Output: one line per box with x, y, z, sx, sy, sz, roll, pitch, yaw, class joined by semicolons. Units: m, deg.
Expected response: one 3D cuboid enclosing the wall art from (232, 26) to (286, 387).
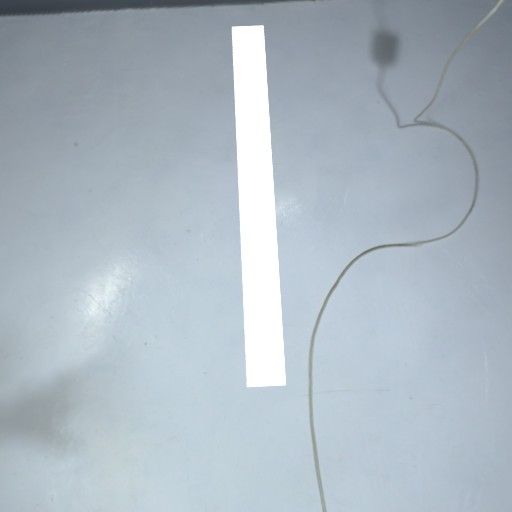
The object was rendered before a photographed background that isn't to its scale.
0.000;0.000;0.770;0.038;0.611;0.408;-3;76;-1;wall art
